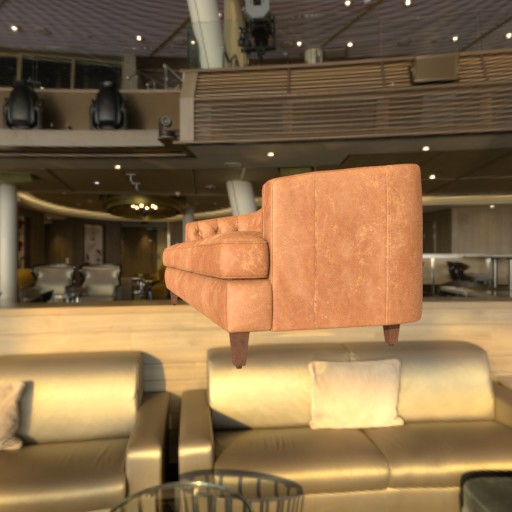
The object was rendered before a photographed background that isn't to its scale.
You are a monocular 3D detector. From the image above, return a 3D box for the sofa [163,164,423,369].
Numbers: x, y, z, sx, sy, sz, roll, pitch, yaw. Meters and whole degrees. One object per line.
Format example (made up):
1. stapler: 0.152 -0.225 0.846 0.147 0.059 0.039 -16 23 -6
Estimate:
1. sofa: 0.000 0.000 2.654 0.922 0.791 2.257 0 0 -17
